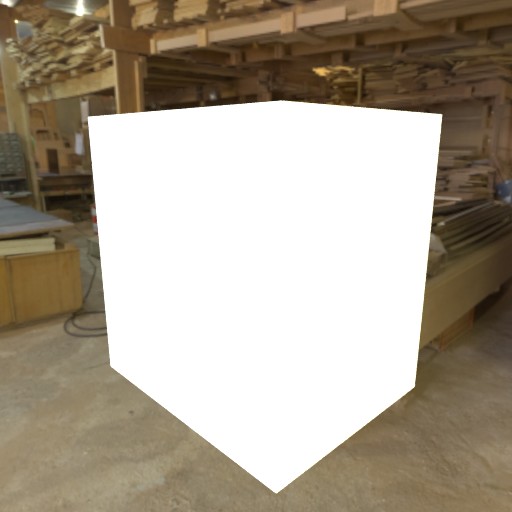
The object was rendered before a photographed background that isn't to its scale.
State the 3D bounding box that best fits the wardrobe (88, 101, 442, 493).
[{"bbox_3d":[0.000,0.000,0.861,0.400,0.520,0.500,-14,20,-42],"label":"wardrobe"}]
